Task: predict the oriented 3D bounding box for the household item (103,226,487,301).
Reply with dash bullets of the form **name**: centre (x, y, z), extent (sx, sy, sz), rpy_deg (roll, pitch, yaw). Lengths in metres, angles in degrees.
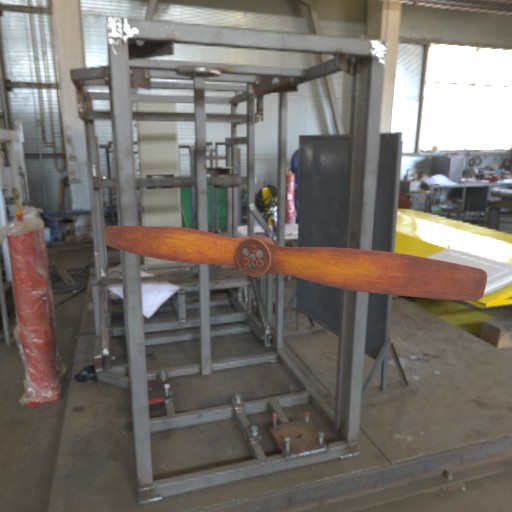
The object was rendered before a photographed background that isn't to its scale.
- **household item**: centre (0.000, 0.000, 1.272), extent (1.181, 0.121, 0.051), rpy_deg (7, 16, 26)
